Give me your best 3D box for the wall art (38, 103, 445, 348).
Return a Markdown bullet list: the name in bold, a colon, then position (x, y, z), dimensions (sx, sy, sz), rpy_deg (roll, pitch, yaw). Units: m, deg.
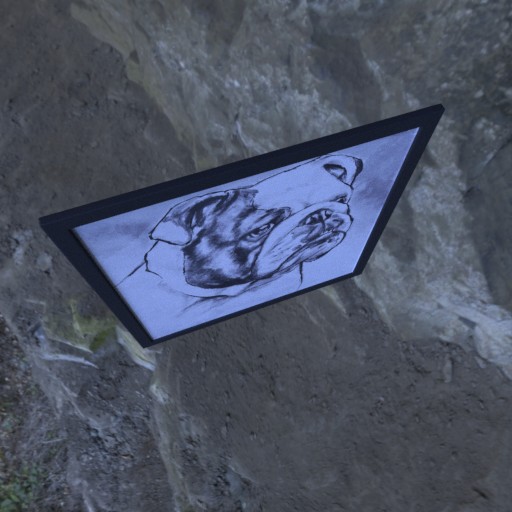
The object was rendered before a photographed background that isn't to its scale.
- **wall art**: position (0.000, 0.000, 0.830), dimensions (0.562, 0.558, 0.012), rpy_deg (-18, 64, -9)
